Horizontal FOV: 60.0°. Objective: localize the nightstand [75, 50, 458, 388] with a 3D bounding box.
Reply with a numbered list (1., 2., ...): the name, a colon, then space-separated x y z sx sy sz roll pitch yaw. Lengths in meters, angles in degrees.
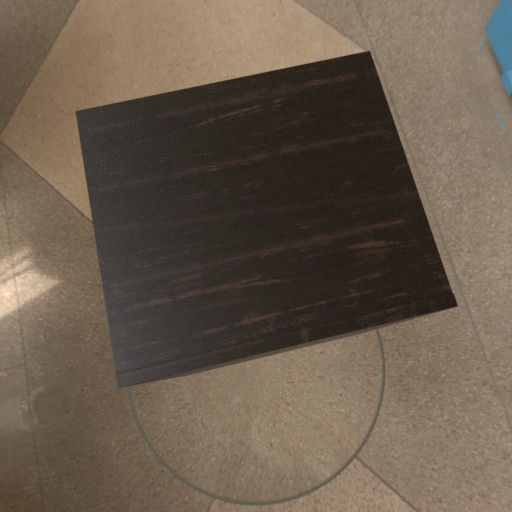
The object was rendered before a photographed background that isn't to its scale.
1. nightstand: 0.000 0.000 0.816 0.400 0.559 0.356 -13 77 -3
